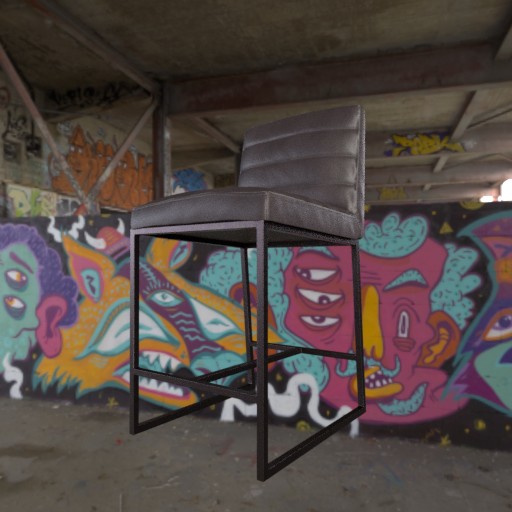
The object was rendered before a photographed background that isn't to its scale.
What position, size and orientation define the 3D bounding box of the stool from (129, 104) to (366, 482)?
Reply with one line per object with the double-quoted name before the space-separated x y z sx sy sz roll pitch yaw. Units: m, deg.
"stool" 0.000 0.000 1.269 0.463 0.946 0.562 -1 -1 37
